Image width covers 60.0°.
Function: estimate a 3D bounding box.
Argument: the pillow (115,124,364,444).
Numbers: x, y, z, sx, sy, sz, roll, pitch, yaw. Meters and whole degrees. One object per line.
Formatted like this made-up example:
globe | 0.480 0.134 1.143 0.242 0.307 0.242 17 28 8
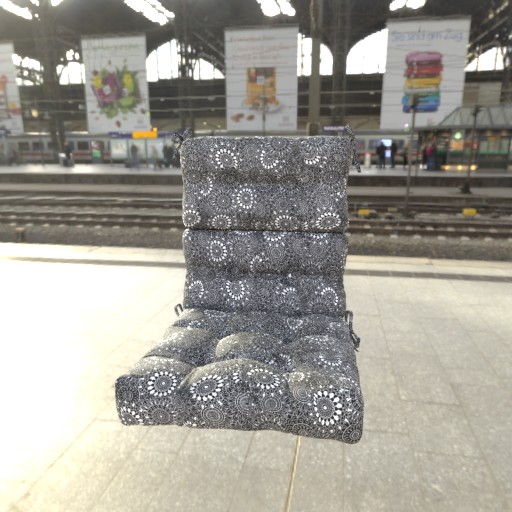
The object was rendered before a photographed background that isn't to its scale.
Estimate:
pillow | 0.000 0.000 1.029 0.519 0.605 0.571 2 14 8
